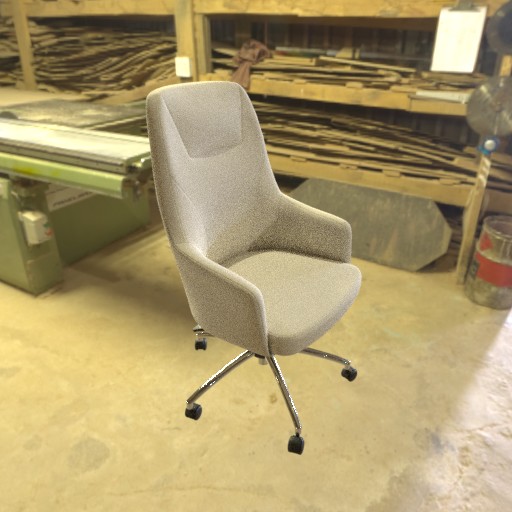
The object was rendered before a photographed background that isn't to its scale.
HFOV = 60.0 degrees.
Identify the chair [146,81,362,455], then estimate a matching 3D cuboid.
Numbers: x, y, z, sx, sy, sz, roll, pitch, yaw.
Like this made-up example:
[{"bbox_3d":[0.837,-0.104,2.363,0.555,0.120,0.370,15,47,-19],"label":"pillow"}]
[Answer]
[{"bbox_3d":[0.000,0.000,1.472,0.640,1.049,0.620,17,31,31],"label":"chair"}]
